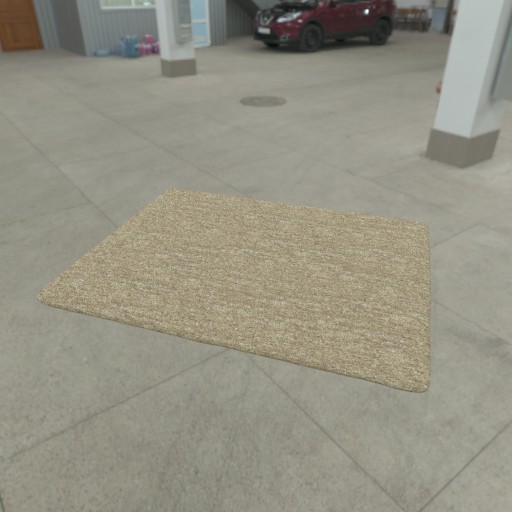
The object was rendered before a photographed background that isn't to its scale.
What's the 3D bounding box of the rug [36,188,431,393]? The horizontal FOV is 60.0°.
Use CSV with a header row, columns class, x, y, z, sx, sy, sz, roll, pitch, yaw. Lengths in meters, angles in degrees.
class,x,y,z,sx,sy,sz,roll,pitch,yaw
rug,0.000,0.000,3.824,2.873,0.050,2.242,10,33,15
